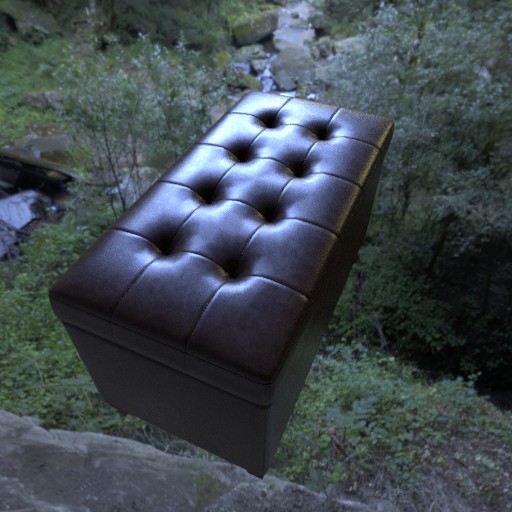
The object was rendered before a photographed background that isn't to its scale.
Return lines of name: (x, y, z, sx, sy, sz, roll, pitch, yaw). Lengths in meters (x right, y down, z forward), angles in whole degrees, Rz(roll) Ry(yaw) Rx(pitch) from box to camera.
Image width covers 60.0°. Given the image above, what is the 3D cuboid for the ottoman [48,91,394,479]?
ottoman: (0.000, 0.000, 1.104, 0.432, 0.470, 0.838, 18, 49, 17)
